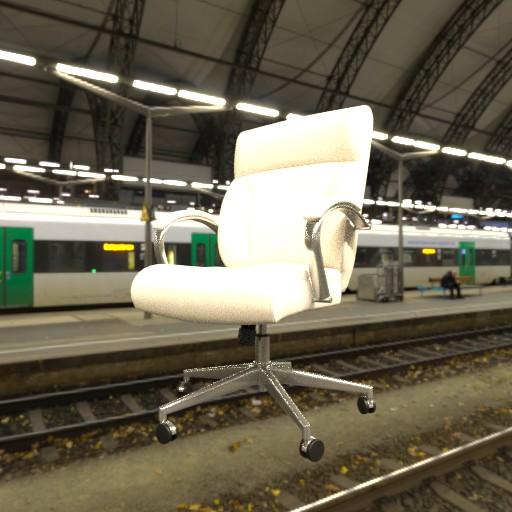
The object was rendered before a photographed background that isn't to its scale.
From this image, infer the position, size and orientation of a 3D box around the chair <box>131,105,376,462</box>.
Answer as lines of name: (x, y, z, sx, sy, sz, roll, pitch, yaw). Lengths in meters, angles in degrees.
chair: (0.000, 0.000, 1.553, 0.727, 1.099, 0.745, 0, -1, 37)
